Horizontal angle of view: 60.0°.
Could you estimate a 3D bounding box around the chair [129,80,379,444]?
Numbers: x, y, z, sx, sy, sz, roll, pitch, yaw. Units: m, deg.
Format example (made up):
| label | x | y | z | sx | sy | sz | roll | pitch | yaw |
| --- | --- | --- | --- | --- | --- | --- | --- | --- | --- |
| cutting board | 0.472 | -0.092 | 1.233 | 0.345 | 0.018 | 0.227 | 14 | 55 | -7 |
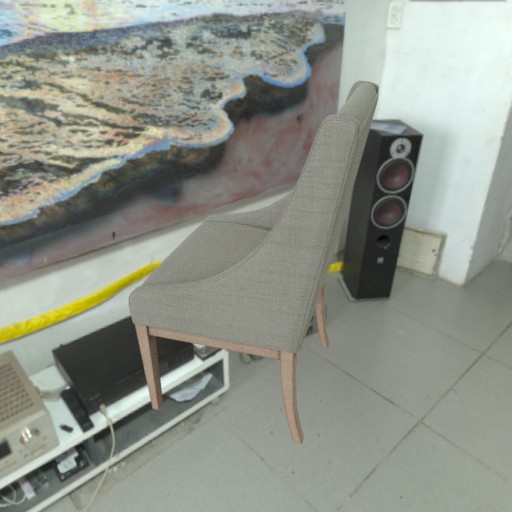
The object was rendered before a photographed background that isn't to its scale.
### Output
| label | x | y | z | sx | sy | sz | roll | pitch | yaw |
| --- | --- | --- | --- | --- | --- | --- | --- | --- | --- |
| chair | 0.000 | 0.000 | 1.429 | 0.611 | 1.021 | 0.575 | 9 | 31 | 16 |
